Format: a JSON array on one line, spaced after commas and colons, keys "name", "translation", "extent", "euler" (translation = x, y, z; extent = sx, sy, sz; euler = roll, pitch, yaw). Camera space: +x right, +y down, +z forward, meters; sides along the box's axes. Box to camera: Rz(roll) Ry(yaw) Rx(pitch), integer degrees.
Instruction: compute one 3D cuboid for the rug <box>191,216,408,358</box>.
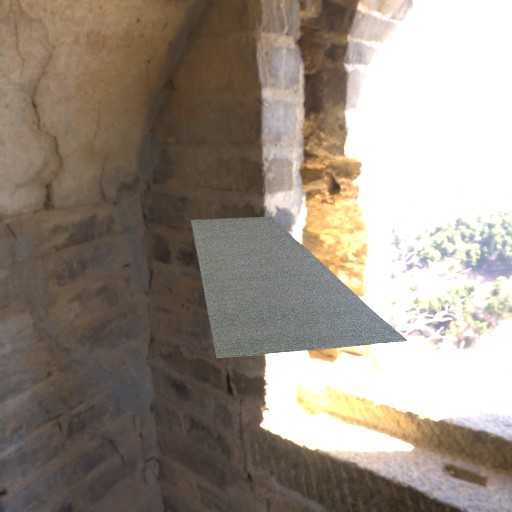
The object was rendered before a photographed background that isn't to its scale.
[{"name": "rug", "translation": [0.000, 0.000, 2.620], "extent": [0.686, 0.013, 2.340], "euler": [-3, 16, -10]}]
